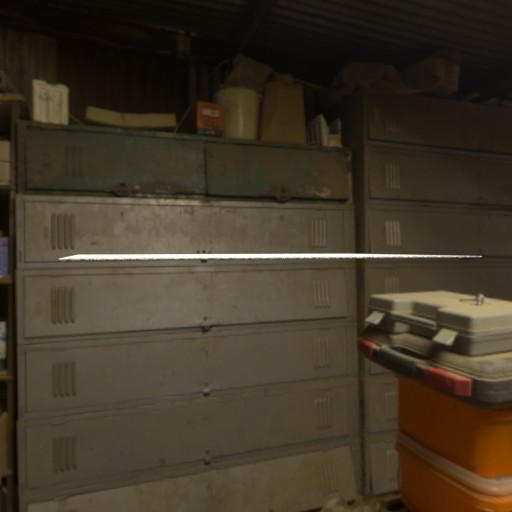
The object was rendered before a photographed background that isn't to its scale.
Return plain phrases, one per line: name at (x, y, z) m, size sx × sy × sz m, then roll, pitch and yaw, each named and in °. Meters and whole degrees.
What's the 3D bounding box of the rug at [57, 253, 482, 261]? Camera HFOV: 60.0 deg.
rug at (0.000, 0.000, 2.359) m, size 1.824 × 0.008 × 1.220 m, roll 0°, pitch 1°, yaw -19°
